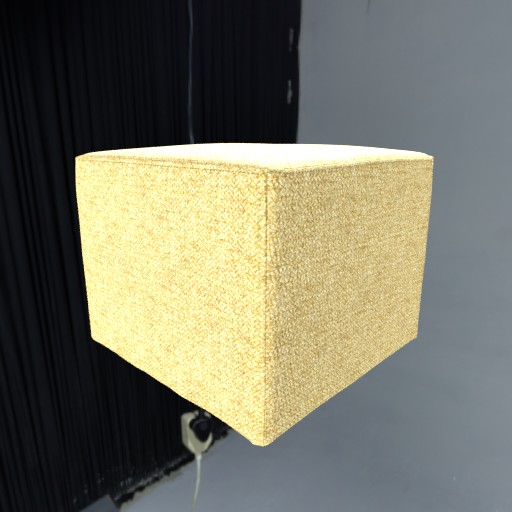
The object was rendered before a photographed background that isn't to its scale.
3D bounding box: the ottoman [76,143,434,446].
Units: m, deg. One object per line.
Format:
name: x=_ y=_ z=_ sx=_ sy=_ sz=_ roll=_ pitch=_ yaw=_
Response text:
ottoman: x=0.000 y=0.000 z=0.900 sx=0.512 sy=0.441 sz=0.505 roll=14 pitch=20 yaw=42
